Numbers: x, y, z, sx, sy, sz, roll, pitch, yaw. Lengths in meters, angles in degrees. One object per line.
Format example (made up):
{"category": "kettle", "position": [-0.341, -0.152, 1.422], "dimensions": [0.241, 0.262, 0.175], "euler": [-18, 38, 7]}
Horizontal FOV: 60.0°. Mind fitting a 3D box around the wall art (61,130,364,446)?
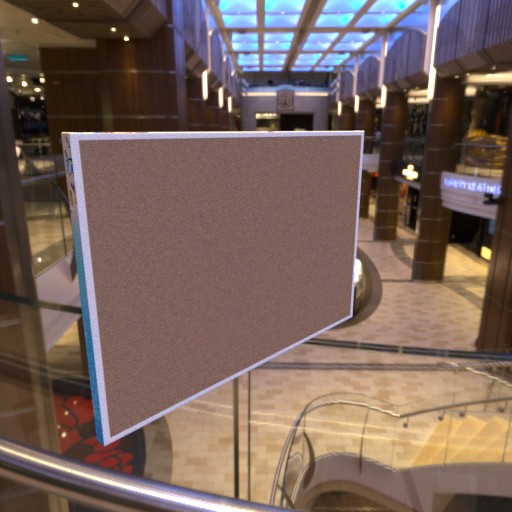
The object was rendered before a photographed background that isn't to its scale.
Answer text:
{"category": "wall art", "position": [0.000, 0.000, 1.419], "dimensions": [0.040, 0.769, 1.136], "euler": [15, 22, 43]}
